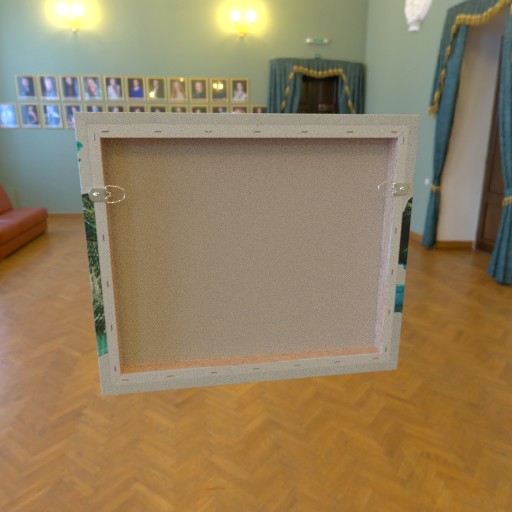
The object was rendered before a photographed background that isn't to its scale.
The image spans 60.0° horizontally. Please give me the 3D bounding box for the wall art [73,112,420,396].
[{"bbox_3d":[0.000,0.000,0.712,0.507,0.435,0.041,-2,15,-9],"label":"wall art"}]
